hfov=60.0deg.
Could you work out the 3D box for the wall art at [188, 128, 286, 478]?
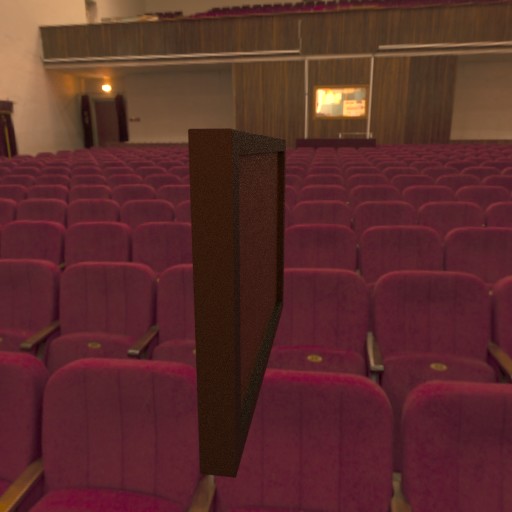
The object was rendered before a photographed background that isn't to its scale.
[{"bbox_3d":[0.000,0.000,0.873,0.051,0.456,0.671,2,14,9],"label":"wall art"}]
